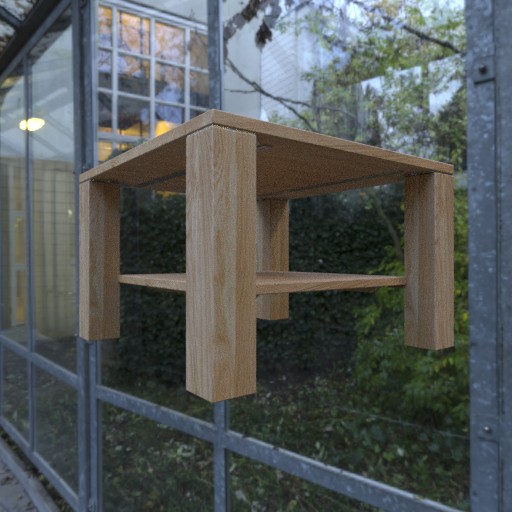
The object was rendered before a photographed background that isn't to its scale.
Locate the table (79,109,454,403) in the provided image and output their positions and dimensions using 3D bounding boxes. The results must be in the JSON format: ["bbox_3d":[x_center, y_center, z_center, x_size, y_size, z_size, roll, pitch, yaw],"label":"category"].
[{"bbox_3d":[0.000,0.000,1.163,0.700,0.450,0.700,0,0,-37],"label":"table"}]
